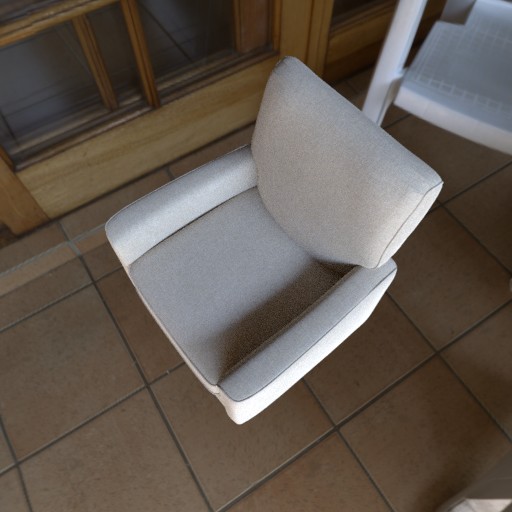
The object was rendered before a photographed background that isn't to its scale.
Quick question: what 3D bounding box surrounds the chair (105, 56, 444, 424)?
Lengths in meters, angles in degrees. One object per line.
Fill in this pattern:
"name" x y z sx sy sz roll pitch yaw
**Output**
"chair" 0.000 0.000 1.671 0.859 1.023 0.845 -35 68 -17
